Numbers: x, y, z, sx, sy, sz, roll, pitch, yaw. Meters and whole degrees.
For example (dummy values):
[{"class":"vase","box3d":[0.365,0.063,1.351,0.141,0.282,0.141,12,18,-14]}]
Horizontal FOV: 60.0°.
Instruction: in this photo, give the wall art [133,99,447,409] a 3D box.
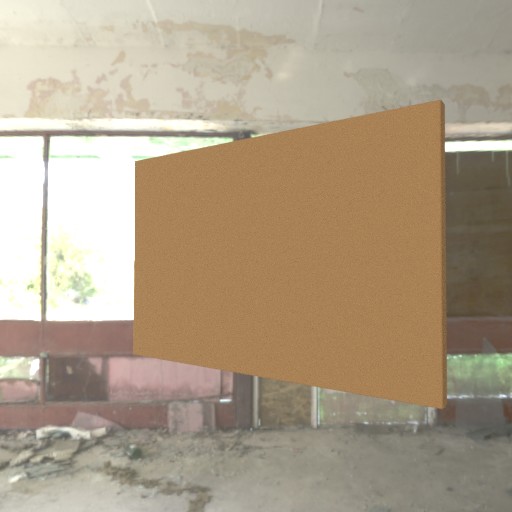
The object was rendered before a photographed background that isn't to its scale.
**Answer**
[{"class":"wall art","box3d":[0.000,0.000,1.146,0.915,0.608,0.033,-1,-1,35]}]
